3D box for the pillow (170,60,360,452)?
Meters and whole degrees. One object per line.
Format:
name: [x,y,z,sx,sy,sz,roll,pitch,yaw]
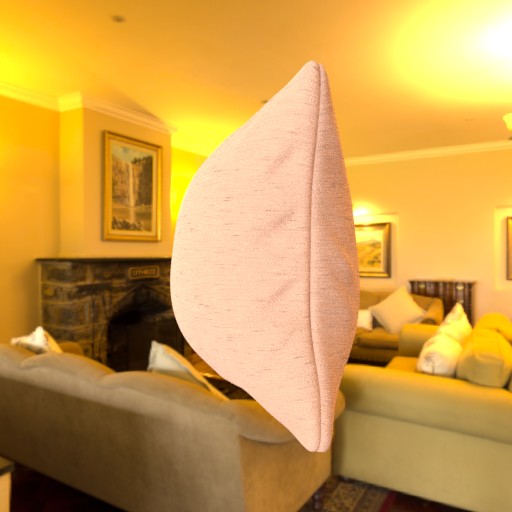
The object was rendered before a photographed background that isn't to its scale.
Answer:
pillow: [0.000,0.000,0.662,0.246,0.415,0.432,0,1,-18]
